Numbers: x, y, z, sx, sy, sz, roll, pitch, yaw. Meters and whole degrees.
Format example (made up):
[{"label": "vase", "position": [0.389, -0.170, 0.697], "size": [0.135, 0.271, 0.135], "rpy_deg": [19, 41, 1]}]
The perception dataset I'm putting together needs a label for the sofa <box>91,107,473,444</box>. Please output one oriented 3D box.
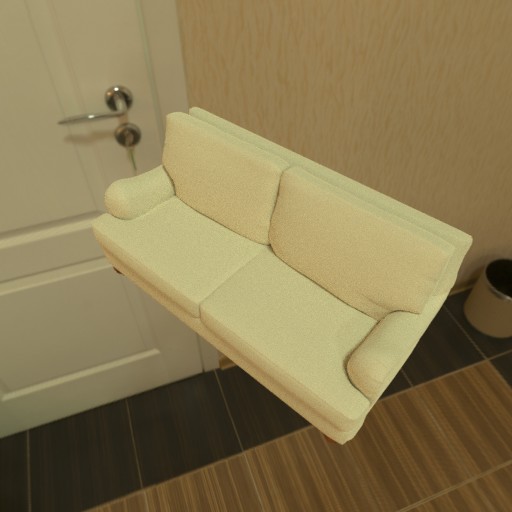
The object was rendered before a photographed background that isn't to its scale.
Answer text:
[{"label": "sofa", "position": [0.000, 0.000, 2.820], "size": [2.159, 1.087, 1.086], "rpy_deg": [32, 55, 26]}]
